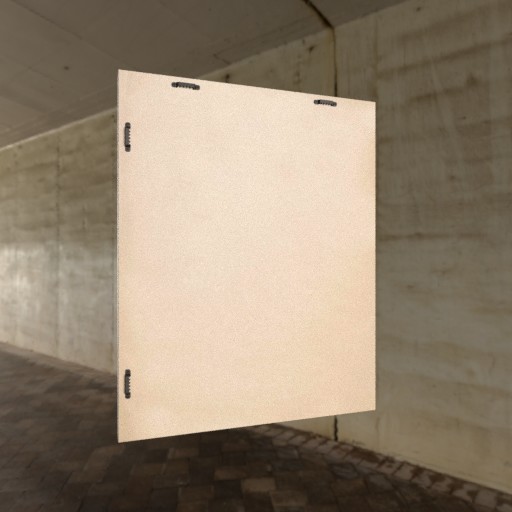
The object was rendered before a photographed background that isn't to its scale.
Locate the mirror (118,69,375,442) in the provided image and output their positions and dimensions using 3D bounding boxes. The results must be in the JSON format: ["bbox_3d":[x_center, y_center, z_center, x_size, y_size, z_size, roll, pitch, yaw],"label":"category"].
[{"bbox_3d":[0.000,0.000,0.681,0.405,0.508,0.041,0,0,-18],"label":"mirror"}]
